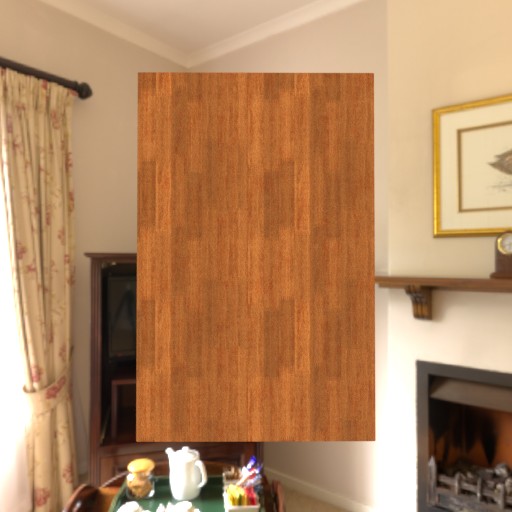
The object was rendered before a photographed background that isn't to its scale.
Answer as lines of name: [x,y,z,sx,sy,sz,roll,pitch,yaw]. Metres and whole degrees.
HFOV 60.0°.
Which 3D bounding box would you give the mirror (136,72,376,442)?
mirror: [0.000,0.000,1.237,0.651,1.010,0.047,0,-1,0]
